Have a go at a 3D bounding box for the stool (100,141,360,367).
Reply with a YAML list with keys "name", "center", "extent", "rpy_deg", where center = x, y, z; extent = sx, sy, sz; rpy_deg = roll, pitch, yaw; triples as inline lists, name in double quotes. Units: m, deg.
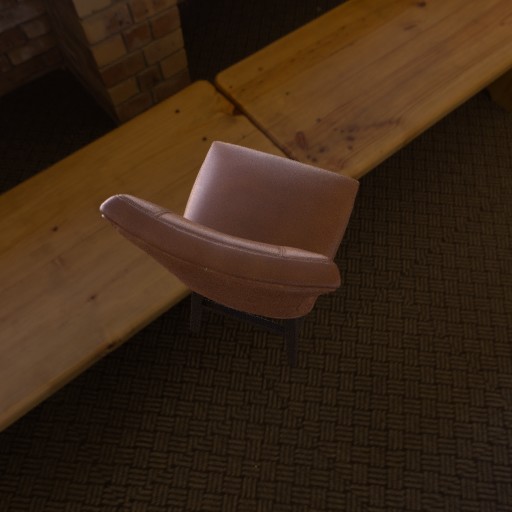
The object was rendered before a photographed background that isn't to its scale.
- name: "stool"
  center: [0.000, 0.000, 1.447]
  extent: [0.522, 1.094, 0.585]
  rpy_deg: [18, 66, 8]
